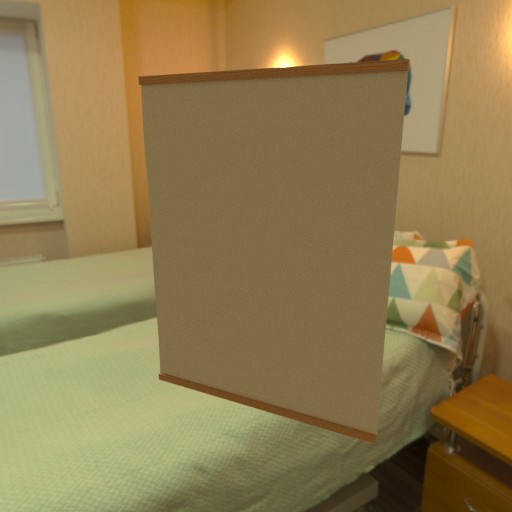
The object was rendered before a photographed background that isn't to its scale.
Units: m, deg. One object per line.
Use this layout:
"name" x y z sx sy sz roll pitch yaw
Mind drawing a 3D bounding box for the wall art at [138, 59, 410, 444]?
"wall art" 0.000 0.000 0.775 0.458 0.605 0.011 8 18 25
